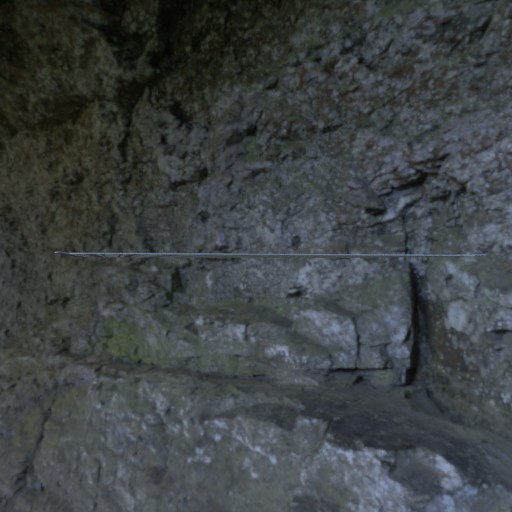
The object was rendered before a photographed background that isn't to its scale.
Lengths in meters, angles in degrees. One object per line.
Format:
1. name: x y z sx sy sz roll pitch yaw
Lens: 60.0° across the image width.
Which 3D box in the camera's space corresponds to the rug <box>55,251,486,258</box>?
1. rug: 0.000 0.000 3.859 3.040 0.017 2.030 0 -1 -18
